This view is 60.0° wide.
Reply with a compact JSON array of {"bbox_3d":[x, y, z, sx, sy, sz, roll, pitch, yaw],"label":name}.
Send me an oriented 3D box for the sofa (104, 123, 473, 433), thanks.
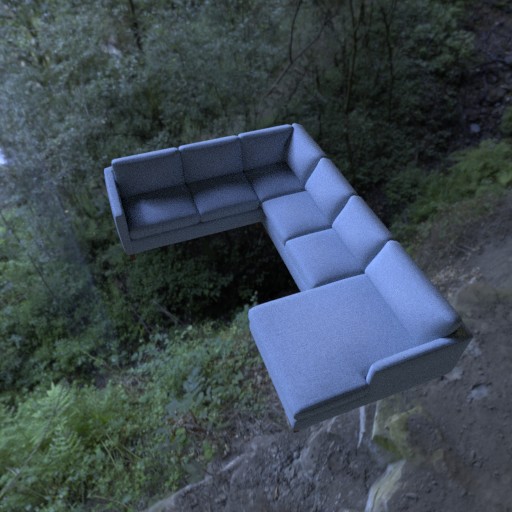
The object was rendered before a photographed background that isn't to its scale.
[{"bbox_3d":[0.000,0.000,4.520,2.551,0.889,3.403,-15,49,-14],"label":"sofa"}]
